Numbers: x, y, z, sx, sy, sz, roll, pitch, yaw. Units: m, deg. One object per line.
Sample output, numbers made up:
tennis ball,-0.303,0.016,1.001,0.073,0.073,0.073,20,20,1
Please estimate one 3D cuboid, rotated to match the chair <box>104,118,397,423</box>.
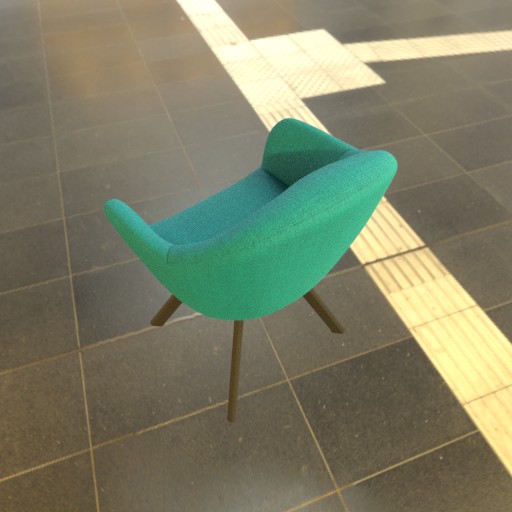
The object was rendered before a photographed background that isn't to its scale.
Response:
chair,0.000,0.000,1.188,0.590,0.795,0.550,-32,55,-25
